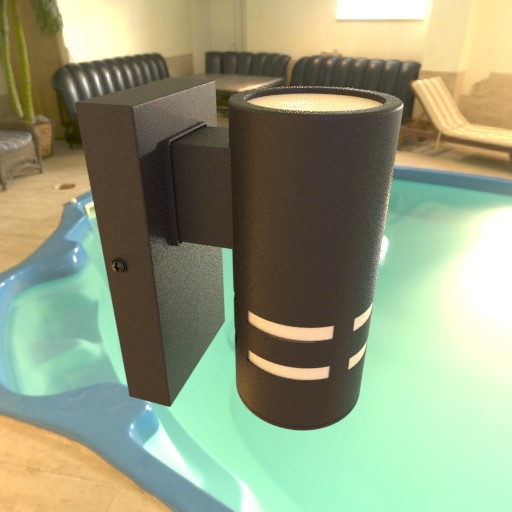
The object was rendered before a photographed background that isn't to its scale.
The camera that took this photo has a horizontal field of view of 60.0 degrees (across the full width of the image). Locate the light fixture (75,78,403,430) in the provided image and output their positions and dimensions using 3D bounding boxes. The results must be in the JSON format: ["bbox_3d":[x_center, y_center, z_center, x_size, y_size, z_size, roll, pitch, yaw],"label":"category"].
[{"bbox_3d":[0.000,0.000,0.258,0.138,0.179,0.098,9,30,16],"label":"light fixture"}]
